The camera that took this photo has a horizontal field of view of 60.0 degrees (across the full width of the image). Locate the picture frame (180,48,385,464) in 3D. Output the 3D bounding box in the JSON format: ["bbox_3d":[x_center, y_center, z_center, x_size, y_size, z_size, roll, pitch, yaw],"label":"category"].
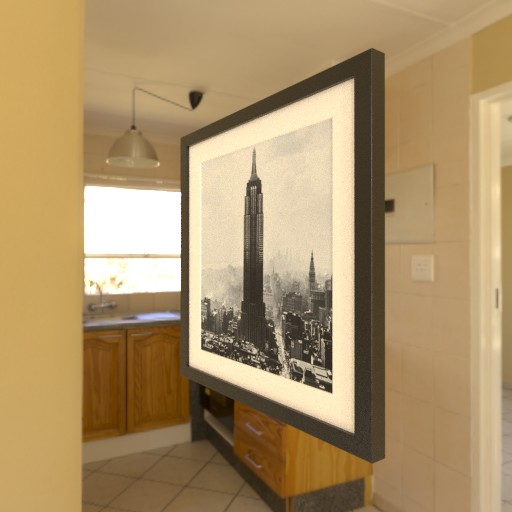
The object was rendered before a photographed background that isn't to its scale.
[{"bbox_3d":[0.000,0.000,0.826,0.029,0.557,0.559,0,0,-37],"label":"picture frame"}]
